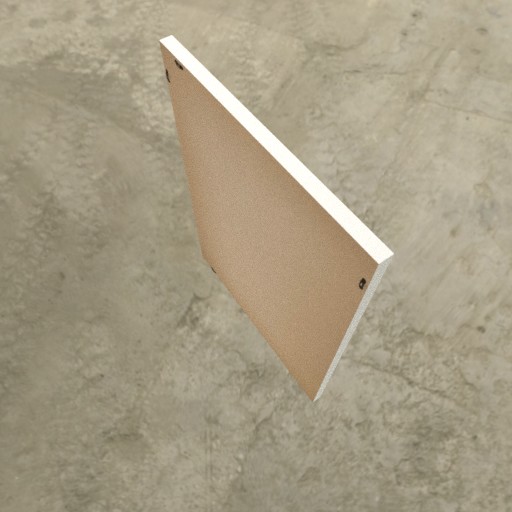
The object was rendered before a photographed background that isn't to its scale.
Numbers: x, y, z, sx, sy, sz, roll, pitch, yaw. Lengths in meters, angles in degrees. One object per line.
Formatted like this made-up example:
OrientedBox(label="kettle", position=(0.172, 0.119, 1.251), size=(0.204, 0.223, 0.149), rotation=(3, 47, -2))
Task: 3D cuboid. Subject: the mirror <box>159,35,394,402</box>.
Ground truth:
OrientedBox(label="mirror", position=(0.000, 0.000, 1.348), size=(0.041, 1.016, 0.762), rotation=(-31, 64, -17))
